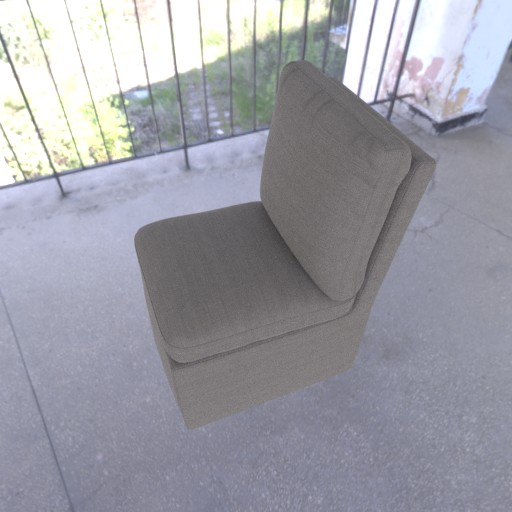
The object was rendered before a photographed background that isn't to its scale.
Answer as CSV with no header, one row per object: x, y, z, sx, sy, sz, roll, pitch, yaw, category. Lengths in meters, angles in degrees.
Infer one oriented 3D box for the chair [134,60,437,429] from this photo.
0.000,0.000,1.327,0.698,0.927,0.503,-16,48,-15,chair
